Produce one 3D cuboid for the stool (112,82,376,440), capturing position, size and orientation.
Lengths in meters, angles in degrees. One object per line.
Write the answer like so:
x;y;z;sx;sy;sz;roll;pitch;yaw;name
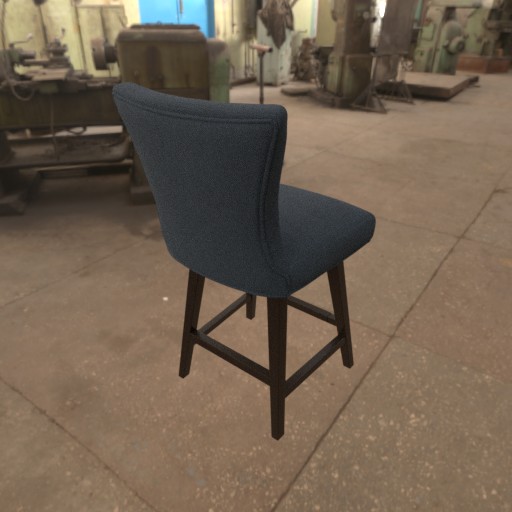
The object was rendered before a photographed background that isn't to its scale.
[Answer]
0.000;0.000;1.345;0.514;1.000;0.574;21;36;33;stool
